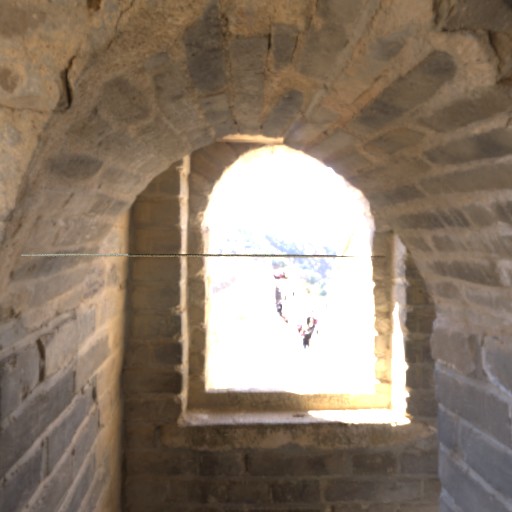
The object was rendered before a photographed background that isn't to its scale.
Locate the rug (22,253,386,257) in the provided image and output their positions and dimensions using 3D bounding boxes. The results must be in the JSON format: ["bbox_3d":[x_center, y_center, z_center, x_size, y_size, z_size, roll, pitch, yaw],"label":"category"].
[{"bbox_3d":[0.000,0.000,2.570,0.686,0.013,2.340,0,0,37],"label":"rug"}]
